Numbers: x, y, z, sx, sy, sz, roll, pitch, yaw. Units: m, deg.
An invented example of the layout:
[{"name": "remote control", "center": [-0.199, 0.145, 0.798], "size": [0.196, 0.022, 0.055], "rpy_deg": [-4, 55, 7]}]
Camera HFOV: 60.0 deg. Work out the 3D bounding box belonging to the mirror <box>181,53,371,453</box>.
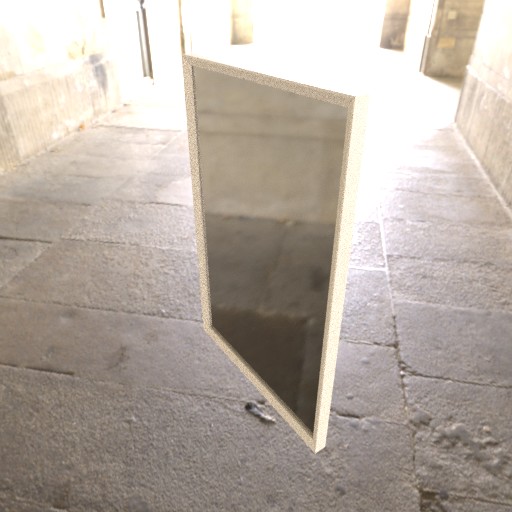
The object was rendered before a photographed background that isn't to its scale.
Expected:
[{"name": "mirror", "center": [0.000, 0.000, 1.164], "size": [0.041, 0.915, 0.609], "rpy_deg": [-20, 37, -29]}]
